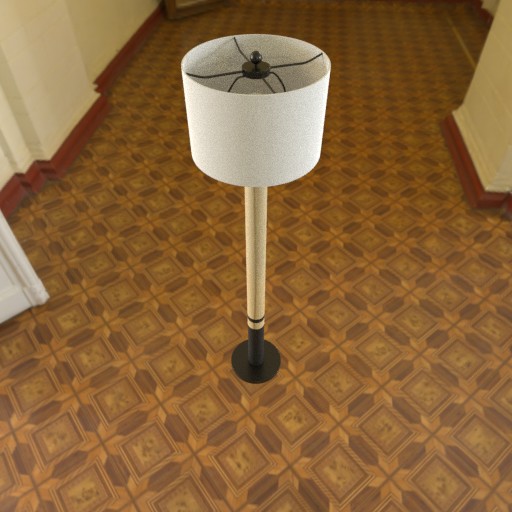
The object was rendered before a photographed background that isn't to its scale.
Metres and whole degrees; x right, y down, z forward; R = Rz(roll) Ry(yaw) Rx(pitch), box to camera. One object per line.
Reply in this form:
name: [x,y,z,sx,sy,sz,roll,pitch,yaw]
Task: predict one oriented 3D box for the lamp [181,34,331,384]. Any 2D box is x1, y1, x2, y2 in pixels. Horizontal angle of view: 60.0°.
lamp: [0.000,0.000,1.648,0.381,1.478,0.381,-30,53,-26]
